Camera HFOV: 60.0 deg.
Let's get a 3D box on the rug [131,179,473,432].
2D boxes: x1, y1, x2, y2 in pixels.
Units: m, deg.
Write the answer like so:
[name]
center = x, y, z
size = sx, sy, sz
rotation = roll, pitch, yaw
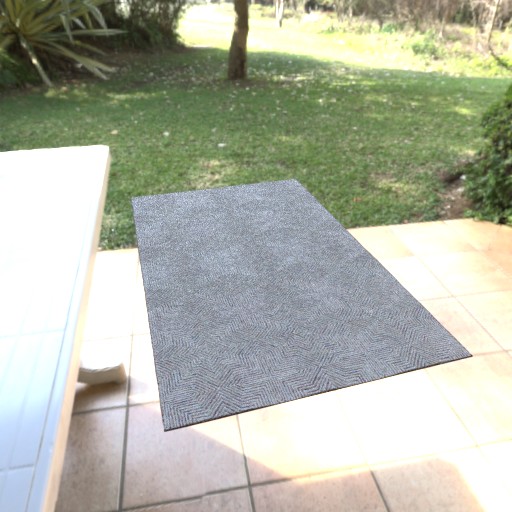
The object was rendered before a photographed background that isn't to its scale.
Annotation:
[rug]
center = 0.000, 0.000, 2.996
size = 1.519, 0.007, 2.428
rotation = -9, 33, -14
